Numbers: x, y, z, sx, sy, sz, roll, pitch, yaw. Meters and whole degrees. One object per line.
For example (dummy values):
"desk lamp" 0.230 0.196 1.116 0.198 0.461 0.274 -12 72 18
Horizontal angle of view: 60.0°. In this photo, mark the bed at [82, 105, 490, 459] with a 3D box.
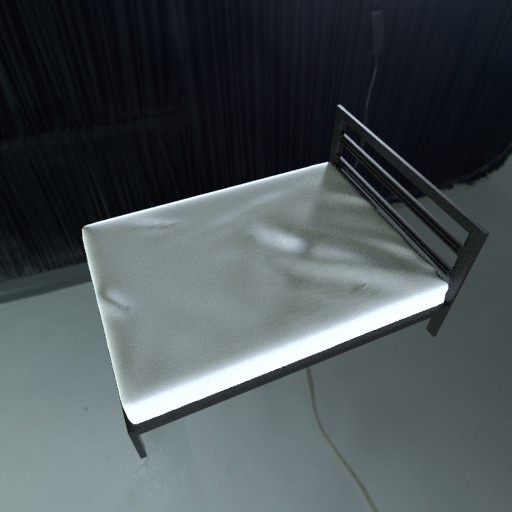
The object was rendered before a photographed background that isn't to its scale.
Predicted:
"bed" 0.000 0.000 2.897 2.062 0.967 1.524 -17 49 -16
